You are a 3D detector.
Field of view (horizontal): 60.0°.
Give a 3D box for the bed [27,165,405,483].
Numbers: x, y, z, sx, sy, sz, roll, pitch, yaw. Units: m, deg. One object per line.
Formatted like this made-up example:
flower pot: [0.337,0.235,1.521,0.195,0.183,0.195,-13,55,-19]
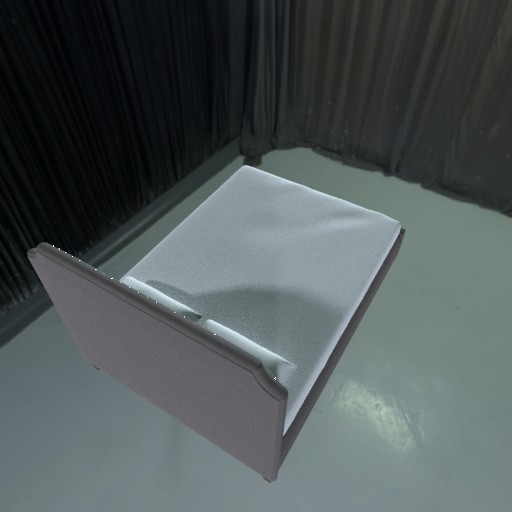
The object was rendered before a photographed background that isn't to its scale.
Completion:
bed: [0.000,0.000,3.357,1.713,1.443,2.372,24,52,21]
